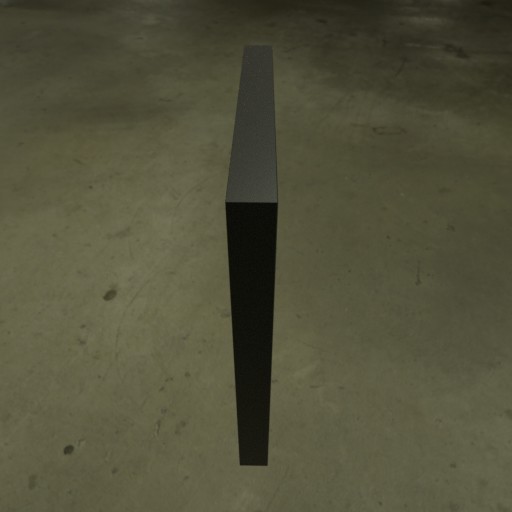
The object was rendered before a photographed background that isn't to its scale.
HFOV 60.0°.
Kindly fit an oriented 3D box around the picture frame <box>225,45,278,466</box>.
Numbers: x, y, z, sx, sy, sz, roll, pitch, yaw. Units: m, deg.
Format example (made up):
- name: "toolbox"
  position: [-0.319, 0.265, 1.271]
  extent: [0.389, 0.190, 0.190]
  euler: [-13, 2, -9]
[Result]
- name: "picture frame"
  position: [0.000, 0.000, 0.528]
  extent: [0.034, 0.378, 0.328]
  euler: [1, 41, 1]
